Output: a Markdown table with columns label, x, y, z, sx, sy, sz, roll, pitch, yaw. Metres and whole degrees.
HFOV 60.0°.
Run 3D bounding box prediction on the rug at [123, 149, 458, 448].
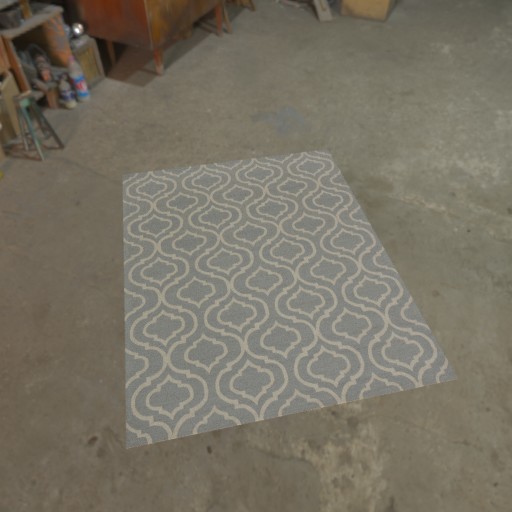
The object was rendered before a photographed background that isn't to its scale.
| label | x | y | z | sx | sy | sz | roll | pitch | yaw |
| --- | --- | --- | --- | --- | --- | --- | --- | --- | --- |
| rug | 0.000 | 0.000 | 3.914 | 2.283 | 0.006 | 2.892 | -9 | 48 | -8 |
